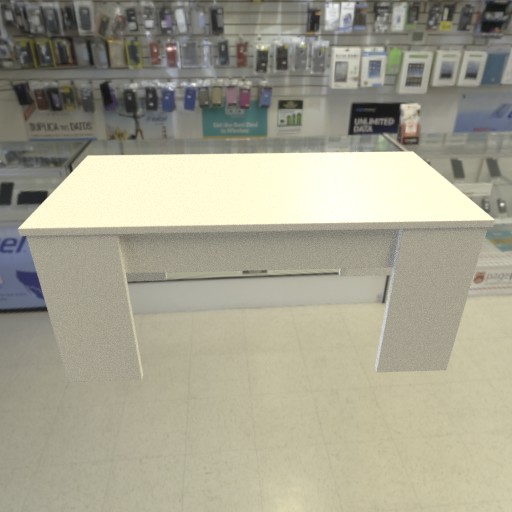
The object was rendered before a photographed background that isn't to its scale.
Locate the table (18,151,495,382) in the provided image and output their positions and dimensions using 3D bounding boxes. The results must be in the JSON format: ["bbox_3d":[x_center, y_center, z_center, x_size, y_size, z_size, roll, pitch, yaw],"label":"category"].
[{"bbox_3d":[0.000,0.000,1.253,1.000,0.440,0.500,-1,30,-2],"label":"table"}]
